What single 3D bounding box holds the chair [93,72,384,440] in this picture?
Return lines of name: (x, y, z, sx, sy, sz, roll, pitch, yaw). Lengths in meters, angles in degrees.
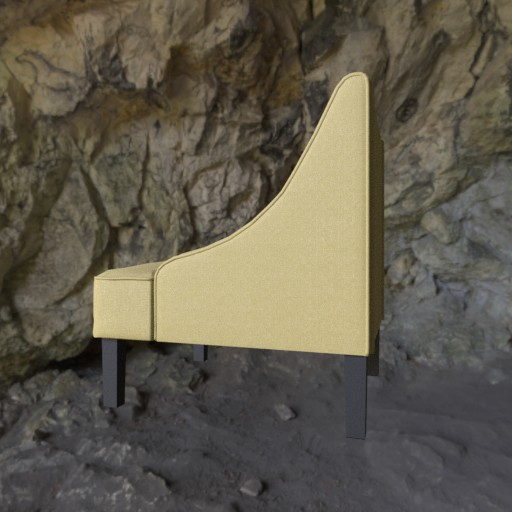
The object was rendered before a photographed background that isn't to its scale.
chair: (0.000, 0.000, 1.506, 0.814, 0.896, 0.696, 0, 0, 18)
